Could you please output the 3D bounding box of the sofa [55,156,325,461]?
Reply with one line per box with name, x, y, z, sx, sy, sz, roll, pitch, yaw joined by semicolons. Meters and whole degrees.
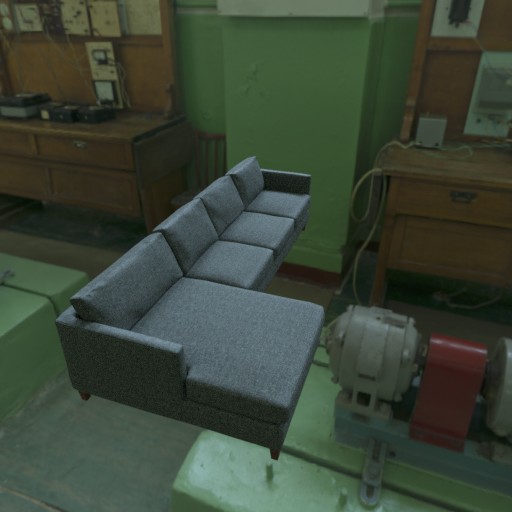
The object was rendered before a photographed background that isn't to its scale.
sofa;0.000;0.000;4.204;1.635;0.960;3.485;10;31;17
